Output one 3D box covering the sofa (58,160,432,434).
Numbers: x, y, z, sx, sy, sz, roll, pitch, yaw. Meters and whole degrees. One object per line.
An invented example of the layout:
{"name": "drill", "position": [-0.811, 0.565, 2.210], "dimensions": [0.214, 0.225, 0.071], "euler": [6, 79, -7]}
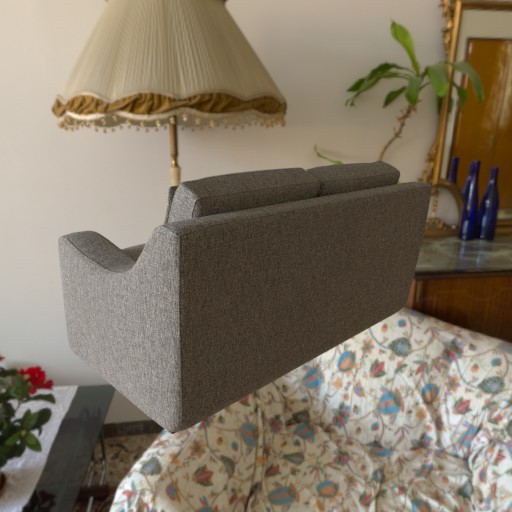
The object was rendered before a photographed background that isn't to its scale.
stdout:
{"name": "sofa", "position": [0.000, 0.000, 2.404], "dimensions": [1.778, 0.991, 1.120], "euler": [-15, 22, -42]}
